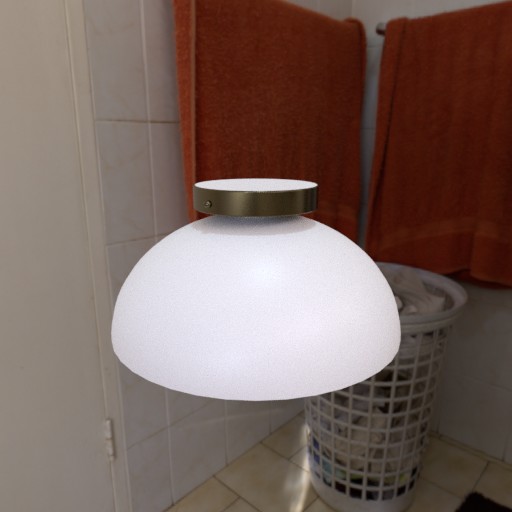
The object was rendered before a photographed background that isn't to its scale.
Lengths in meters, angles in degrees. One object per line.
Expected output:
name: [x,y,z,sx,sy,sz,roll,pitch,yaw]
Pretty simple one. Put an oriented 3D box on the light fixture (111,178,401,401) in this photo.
light fixture: [0.000,0.000,0.549,0.355,0.177,0.355,0,15,0]
